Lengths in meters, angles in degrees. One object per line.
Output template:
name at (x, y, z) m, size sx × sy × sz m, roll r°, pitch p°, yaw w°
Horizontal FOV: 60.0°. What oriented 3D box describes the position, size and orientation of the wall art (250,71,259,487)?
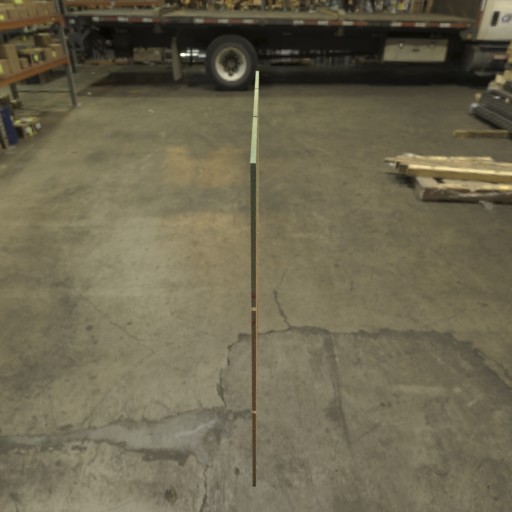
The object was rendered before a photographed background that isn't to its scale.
wall art at (0.000, 0.000, 1.807) m, size 0.013 × 1.219 × 1.214 m, roll 0°, pitch 31°, yaw 1°
